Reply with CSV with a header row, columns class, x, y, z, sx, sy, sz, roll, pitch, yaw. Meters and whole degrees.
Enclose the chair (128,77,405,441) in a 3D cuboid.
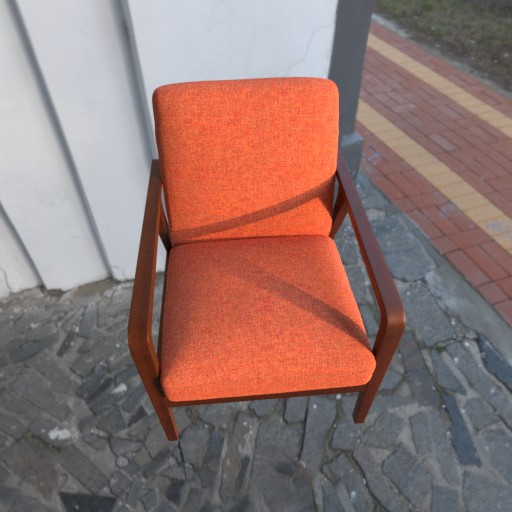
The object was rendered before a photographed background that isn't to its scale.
class,x,y,z,sx,sy,sz,roll,pitch,yaw
chair,0.000,0.000,1.478,0.719,0.890,0.860,-4,47,-4
